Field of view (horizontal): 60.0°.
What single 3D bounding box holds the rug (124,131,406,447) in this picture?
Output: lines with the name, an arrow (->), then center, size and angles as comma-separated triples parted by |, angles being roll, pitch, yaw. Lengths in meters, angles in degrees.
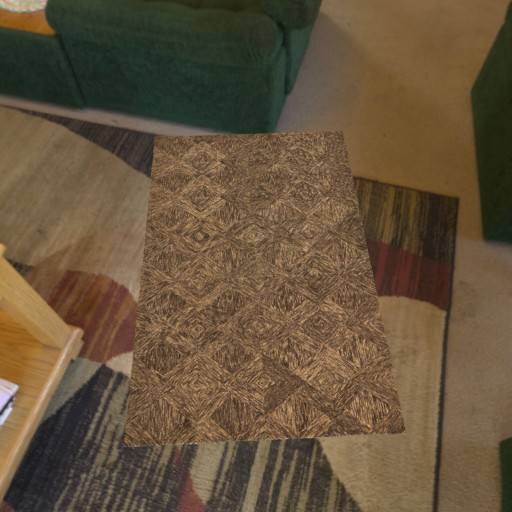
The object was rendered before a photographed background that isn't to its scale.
rug -> 0.000, 0.000, 2.321 | 1.189, 0.011, 1.808 | -2, 59, -1
